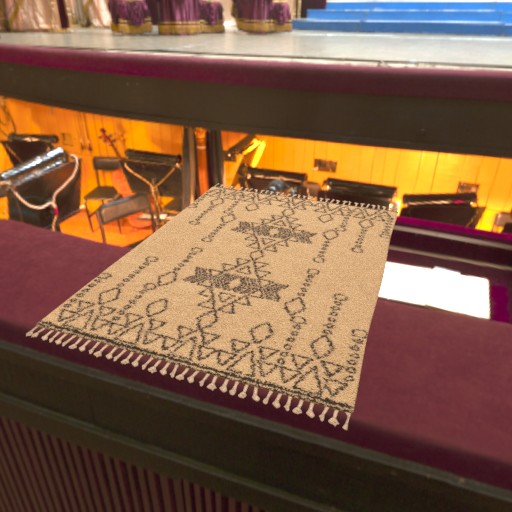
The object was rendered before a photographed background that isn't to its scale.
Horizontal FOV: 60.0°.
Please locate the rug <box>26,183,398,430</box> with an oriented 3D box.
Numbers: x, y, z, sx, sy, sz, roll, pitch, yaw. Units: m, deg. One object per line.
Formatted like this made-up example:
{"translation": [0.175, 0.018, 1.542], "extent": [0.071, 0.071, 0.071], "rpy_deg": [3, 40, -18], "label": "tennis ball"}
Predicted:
{"translation": [0.000, 0.000, 3.791], "extent": [2.125, 0.028, 3.027], "rpy_deg": [10, 31, 18], "label": "rug"}
